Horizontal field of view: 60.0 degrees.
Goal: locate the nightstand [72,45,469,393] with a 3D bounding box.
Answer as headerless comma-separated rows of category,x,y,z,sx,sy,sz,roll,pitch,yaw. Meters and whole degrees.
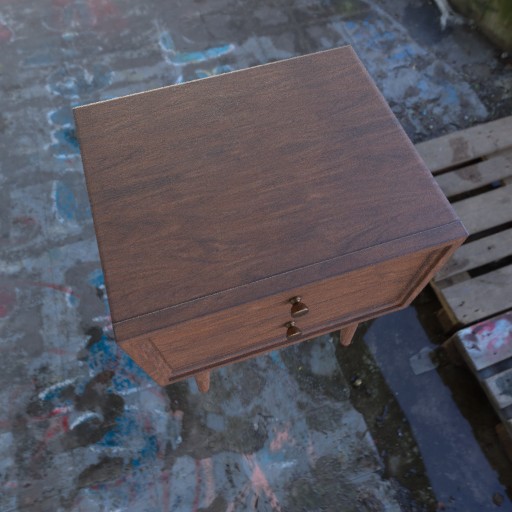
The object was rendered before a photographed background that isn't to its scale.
nightstand,0.000,0.000,0.972,0.521,0.607,0.445,-16,64,-8
